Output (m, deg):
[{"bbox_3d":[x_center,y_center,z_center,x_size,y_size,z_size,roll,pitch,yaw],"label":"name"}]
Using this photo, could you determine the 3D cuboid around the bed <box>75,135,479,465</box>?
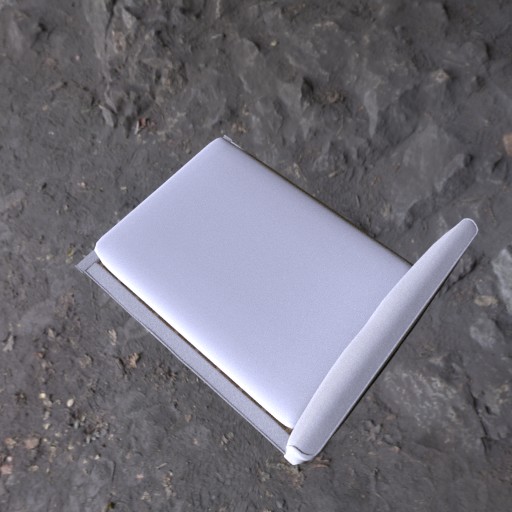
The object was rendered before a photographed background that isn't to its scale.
[{"bbox_3d":[0.000,0.000,3.345,2.368,1.067,1.840,37,69,17],"label":"bed"}]
